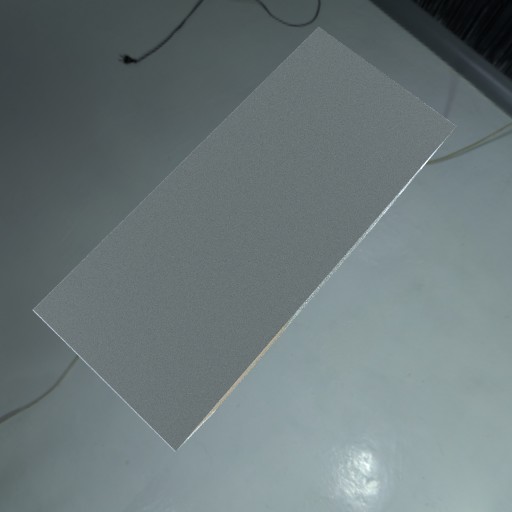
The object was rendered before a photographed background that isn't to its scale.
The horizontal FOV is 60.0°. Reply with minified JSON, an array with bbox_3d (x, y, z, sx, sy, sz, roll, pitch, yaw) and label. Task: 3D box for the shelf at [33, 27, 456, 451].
[{"bbox_3d":[0.000,0.000,1.287,0.396,0.732,0.895,41,79,9],"label":"shelf"}]
